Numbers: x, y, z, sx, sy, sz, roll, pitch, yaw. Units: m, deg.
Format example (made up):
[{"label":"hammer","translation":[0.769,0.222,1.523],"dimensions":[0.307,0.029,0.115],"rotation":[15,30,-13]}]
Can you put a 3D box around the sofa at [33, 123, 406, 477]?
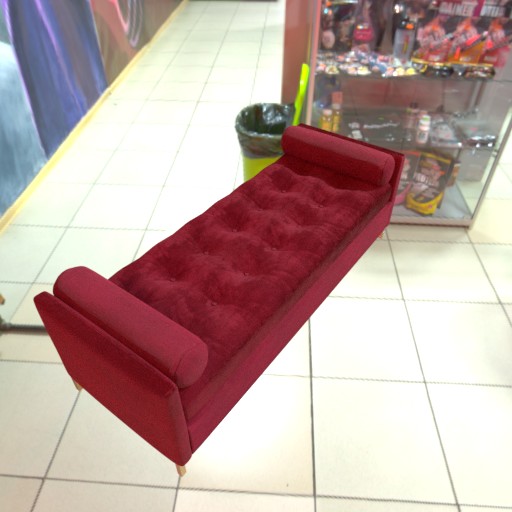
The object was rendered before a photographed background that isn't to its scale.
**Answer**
[{"label":"sofa","translation":[0.000,0.000,2.466],"dimensions":[0.796,0.705,2.102],"rotation":[26,47,27]}]
